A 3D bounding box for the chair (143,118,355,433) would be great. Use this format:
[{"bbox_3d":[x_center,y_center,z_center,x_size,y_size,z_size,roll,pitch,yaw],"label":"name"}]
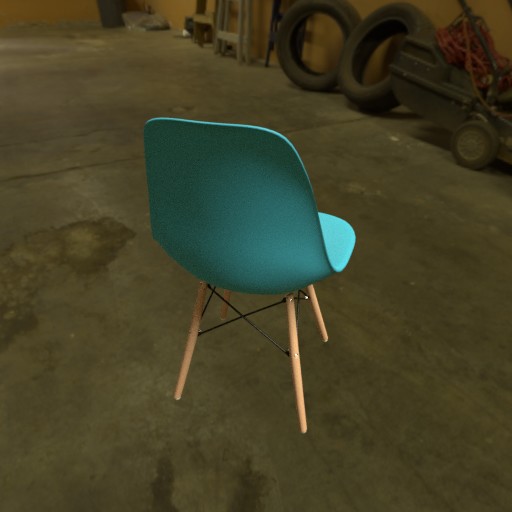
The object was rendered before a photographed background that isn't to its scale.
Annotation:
[{"bbox_3d":[0.000,0.000,1.125,0.470,0.826,0.531,10,34,14],"label":"chair"}]
